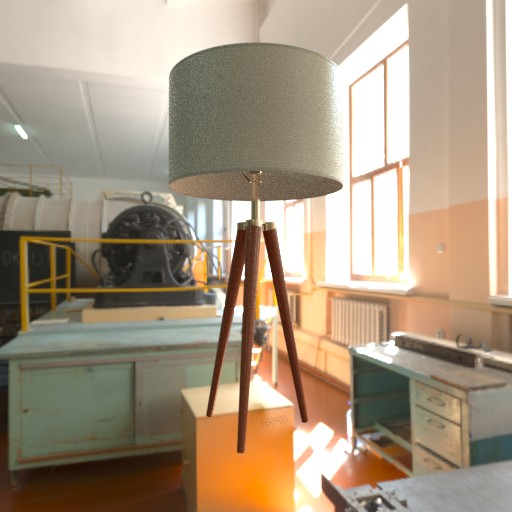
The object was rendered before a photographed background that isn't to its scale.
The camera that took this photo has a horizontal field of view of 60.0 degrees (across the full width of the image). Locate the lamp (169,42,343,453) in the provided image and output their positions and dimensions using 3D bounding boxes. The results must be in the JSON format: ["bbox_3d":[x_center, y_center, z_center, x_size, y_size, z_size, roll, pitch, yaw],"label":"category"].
[{"bbox_3d":[0.000,0.000,0.912,0.355,0.709,0.354,0,-1,18],"label":"lamp"}]
